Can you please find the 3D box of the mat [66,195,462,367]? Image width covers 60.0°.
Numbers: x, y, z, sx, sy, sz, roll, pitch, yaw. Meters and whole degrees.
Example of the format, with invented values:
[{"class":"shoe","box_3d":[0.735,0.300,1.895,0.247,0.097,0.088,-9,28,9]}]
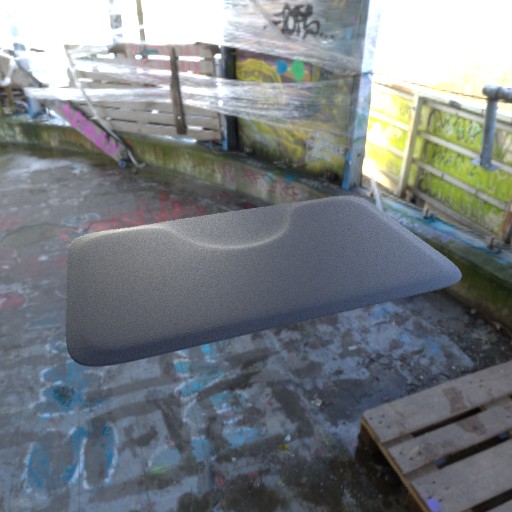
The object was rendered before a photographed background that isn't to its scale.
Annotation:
[{"class":"mat","box_3d":[0.000,0.000,1.893,1.524,0.013,0.918,-10,33,-17]}]
